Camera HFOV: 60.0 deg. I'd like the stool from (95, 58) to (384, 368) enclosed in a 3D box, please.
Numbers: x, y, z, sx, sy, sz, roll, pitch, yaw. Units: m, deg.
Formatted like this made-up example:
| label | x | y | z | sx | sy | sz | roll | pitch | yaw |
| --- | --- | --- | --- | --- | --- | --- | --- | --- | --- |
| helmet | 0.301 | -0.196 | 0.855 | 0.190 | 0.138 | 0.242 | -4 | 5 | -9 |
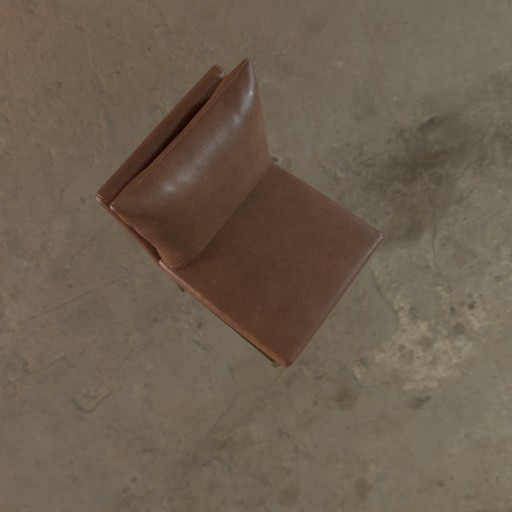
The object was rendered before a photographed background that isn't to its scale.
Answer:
| label | x | y | z | sx | sy | sz | roll | pitch | yaw |
| --- | --- | --- | --- | --- | --- | --- | --- | --- | --- |
| stool | 0.000 | 0.000 | 1.422 | 0.571 | 1.124 | 0.463 | 36 | 78 | 9 |
